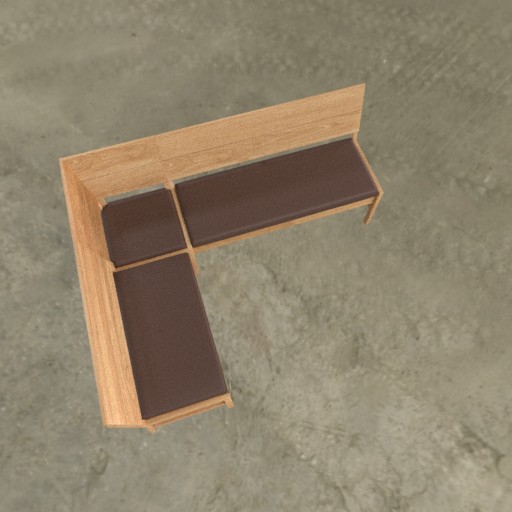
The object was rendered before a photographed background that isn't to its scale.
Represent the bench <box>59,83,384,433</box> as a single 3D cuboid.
[{"bbox_3d":[0.000,0.000,2.824,1.975,0.890,1.549,-17,66,-8],"label":"bench"}]
